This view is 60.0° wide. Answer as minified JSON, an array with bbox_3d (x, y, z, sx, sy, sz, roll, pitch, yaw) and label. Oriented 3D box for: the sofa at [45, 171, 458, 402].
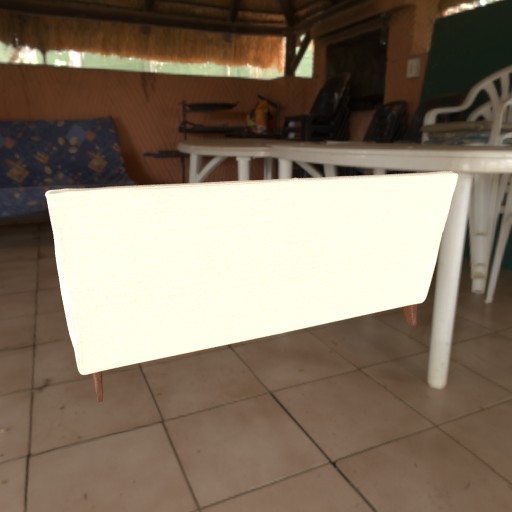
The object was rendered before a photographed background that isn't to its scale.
[{"bbox_3d":[0.000,0.000,2.411,2.001,0.907,0.841,-7,17,-25],"label":"sofa"}]
